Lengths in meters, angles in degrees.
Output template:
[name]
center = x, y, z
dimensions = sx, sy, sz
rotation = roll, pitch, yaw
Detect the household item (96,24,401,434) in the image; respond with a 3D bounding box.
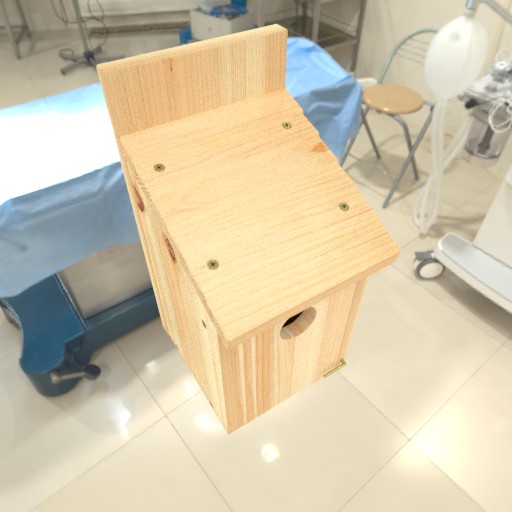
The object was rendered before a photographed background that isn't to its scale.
[household item]
center = 0.000, 0.000, 0.381
dimensions = 0.149, 0.300, 0.171
rotation = -24, 51, -22
